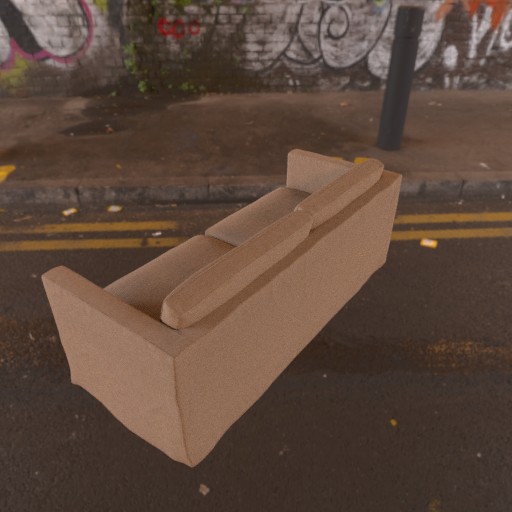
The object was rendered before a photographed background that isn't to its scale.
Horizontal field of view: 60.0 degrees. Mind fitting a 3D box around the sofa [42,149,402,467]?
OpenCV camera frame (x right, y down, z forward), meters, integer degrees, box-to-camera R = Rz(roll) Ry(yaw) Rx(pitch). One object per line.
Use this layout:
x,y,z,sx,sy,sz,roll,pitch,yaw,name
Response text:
0.000,0.000,2.801,0.956,0.847,2.296,22,39,31,sofa
